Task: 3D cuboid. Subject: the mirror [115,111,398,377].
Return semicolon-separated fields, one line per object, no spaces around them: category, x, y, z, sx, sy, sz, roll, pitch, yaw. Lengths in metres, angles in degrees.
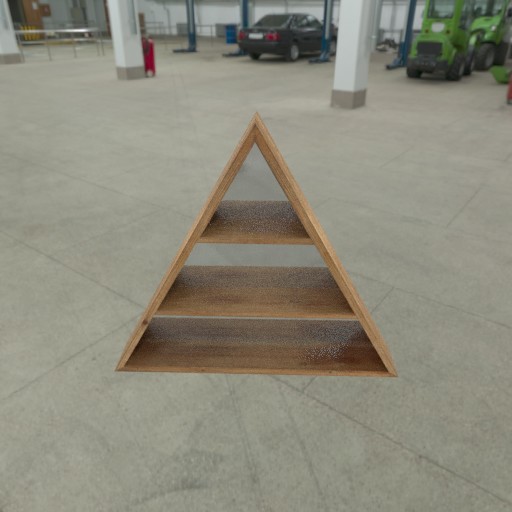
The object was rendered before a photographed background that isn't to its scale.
mirror;0.000;0.000;0.892;0.631;0.548;0.100;1;29;1
